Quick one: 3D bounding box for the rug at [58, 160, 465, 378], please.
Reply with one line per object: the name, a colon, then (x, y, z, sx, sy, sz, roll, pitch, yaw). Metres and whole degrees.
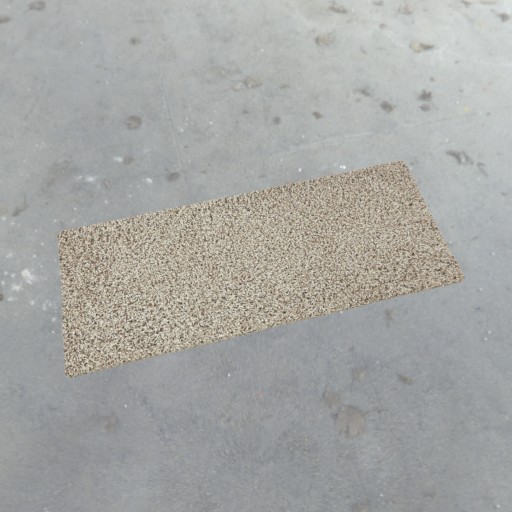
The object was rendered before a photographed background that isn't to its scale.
rug: (0.000, 0.000, 1.771, 1.524, 0.030, 0.609, -13, 63, -7)
